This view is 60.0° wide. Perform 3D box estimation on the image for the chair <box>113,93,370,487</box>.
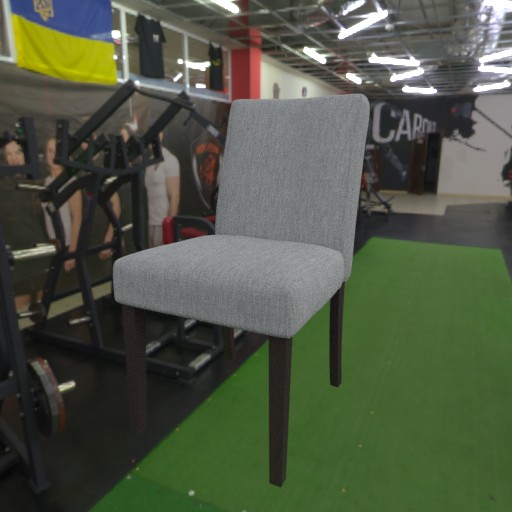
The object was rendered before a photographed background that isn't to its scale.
[{"bbox_3d":[0.000,0.000,1.236,0.487,0.884,0.629,7,16,26],"label":"chair"}]
